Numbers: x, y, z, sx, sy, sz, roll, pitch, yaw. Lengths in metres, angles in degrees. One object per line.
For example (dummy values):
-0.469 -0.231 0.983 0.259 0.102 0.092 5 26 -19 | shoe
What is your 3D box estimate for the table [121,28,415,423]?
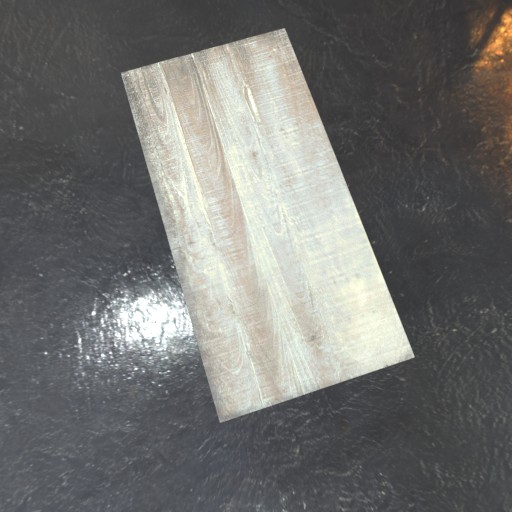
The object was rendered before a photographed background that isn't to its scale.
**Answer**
0.000 0.000 1.048 0.300 0.701 0.599 -17 77 -4 | table
